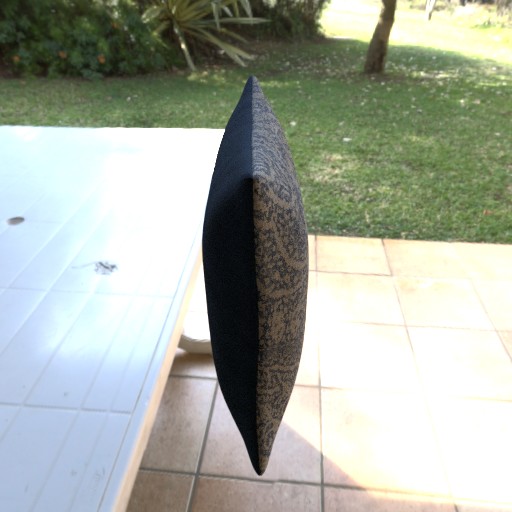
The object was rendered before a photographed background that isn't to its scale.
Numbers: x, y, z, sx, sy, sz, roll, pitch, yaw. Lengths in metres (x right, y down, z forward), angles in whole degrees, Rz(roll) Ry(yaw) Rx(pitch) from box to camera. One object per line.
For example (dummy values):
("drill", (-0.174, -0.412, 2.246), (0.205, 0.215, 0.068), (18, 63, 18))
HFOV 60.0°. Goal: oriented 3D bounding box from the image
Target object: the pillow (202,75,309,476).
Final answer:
("pillow", (0.000, 0.000, 0.788), (0.166, 0.510, 0.523), (0, 33, 0))
